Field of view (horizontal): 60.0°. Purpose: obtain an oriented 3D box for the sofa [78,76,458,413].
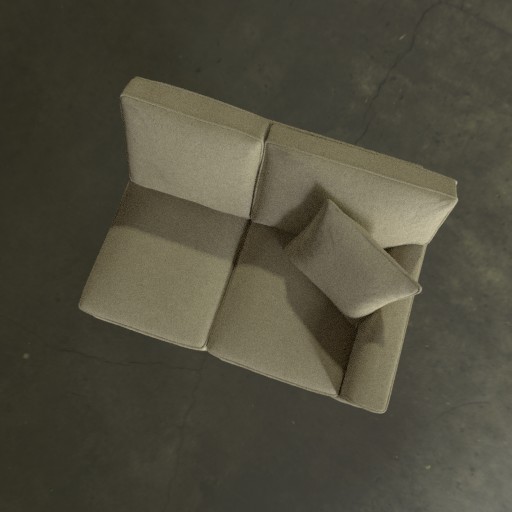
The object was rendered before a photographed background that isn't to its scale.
[{"bbox_3d":[0.000,0.000,2.029,1.388,0.989,0.991,18,76,5],"label":"sofa"}]
